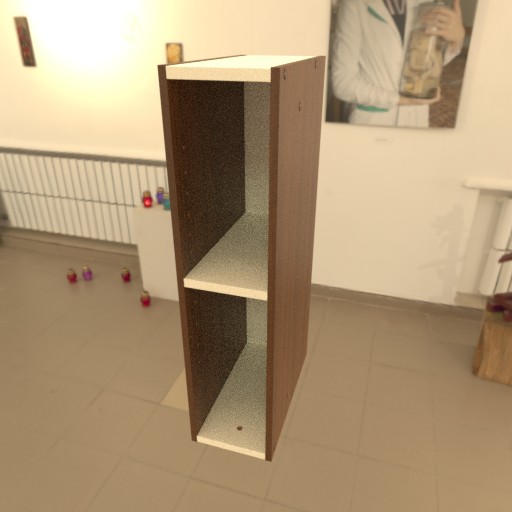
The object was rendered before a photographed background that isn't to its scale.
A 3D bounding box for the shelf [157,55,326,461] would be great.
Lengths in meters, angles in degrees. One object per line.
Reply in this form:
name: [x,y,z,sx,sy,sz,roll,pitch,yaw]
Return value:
shelf: [0.000,0.000,0.740,0.147,0.600,0.290,8,28,16]
